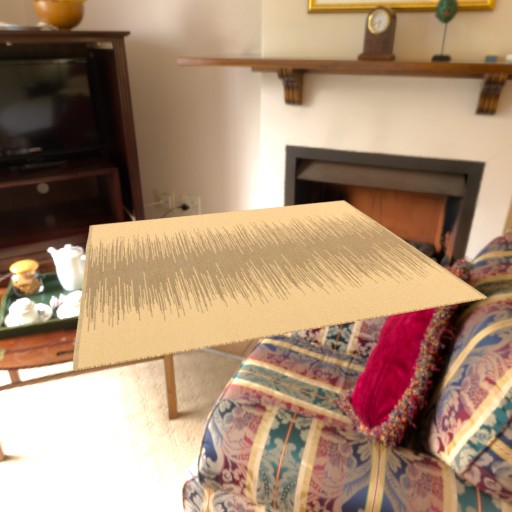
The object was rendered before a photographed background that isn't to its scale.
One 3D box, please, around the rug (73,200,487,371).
[{"bbox_3d":[0.000,0.000,4.107,3.037,0.010,2.453,-7,27,-15],"label":"rug"}]
